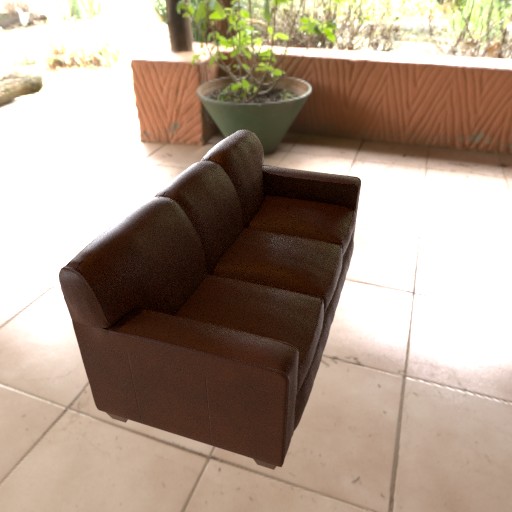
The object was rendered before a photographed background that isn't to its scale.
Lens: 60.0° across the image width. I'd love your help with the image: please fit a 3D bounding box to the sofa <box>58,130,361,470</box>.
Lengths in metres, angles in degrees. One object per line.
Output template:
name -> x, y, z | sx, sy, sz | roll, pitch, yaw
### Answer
sofa -> 0.000, 0.000, 2.617 | 1.008, 0.953, 2.039 | 10, 33, 16
